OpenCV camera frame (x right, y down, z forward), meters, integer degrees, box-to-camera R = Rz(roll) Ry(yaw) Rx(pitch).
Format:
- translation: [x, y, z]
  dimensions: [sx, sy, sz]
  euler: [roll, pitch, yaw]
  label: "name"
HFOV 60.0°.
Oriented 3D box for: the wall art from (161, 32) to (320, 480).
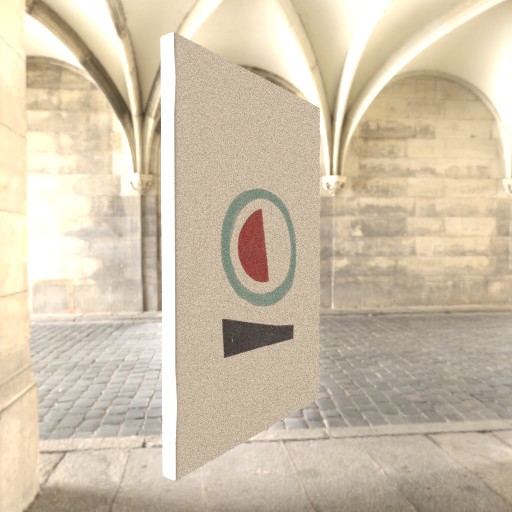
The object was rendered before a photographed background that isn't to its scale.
- translation: [0.000, 0.000, 1.141]
  dimensions: [0.048, 0.902, 0.602]
  euler: [1, 2, 37]
  label: "wall art"
